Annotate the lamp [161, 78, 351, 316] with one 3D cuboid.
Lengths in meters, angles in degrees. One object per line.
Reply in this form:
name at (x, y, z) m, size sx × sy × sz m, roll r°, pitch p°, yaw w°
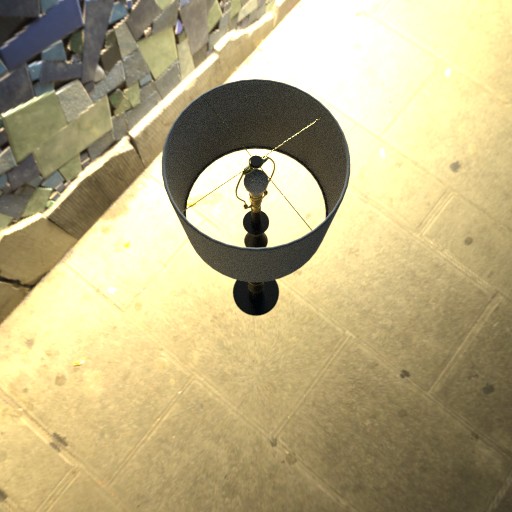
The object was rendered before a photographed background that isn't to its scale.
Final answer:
lamp at (0.000, 0.000, 1.603) m, size 0.381 × 1.480 × 0.381 m, roll -36°, pitch 78°, yaw -9°
